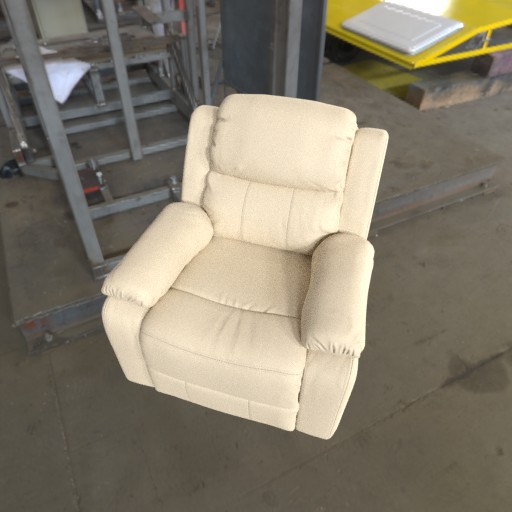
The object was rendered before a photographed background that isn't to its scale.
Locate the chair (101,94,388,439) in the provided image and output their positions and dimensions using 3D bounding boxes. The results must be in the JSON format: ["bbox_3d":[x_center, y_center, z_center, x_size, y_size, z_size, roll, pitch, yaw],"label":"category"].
[{"bbox_3d":[0.000,0.000,1.286,0.680,0.702,0.709,12,44,13],"label":"chair"}]
